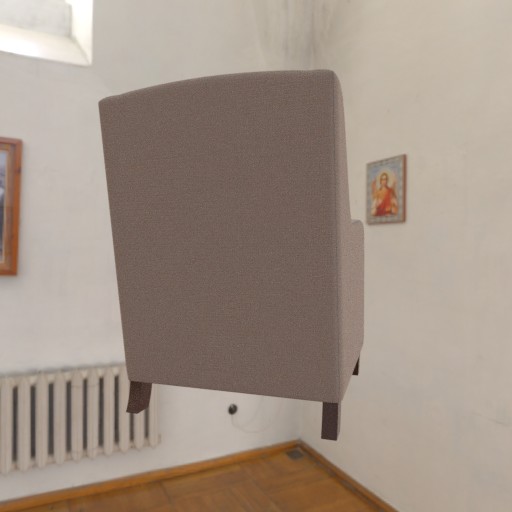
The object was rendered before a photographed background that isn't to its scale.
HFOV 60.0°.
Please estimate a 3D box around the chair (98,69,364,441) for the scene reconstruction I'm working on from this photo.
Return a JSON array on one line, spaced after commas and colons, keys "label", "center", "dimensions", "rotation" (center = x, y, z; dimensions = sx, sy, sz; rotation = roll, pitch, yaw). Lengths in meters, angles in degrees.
[{"label": "chair", "center": [0.000, 0.000, 1.635], "dimensions": [0.715, 1.017, 0.896], "rotation": [0, 1, 18]}]
